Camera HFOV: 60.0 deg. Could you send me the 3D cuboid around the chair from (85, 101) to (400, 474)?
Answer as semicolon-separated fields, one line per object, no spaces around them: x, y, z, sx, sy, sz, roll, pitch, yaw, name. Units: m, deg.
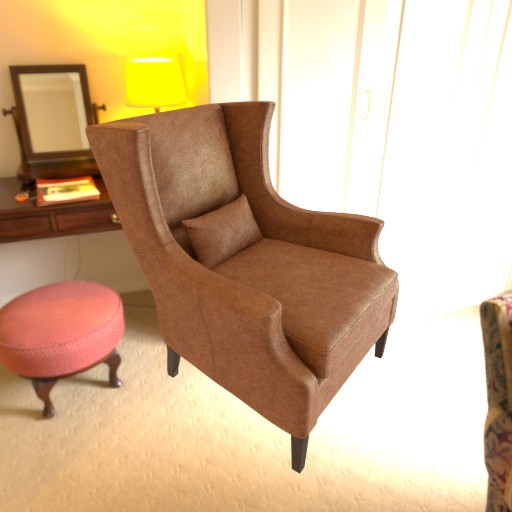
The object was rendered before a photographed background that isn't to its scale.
0.000;0.000;1.675;0.926;1.016;0.853;18;32;31;chair
